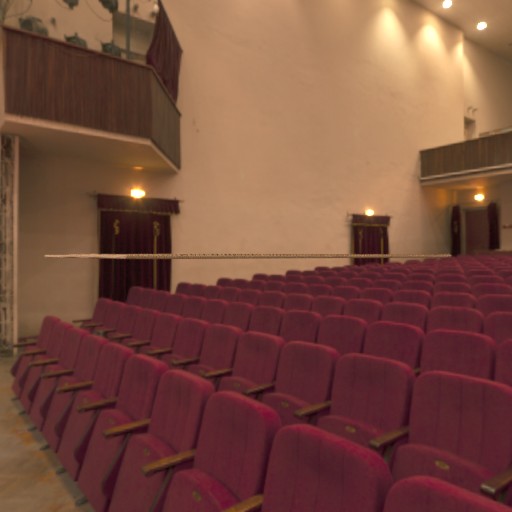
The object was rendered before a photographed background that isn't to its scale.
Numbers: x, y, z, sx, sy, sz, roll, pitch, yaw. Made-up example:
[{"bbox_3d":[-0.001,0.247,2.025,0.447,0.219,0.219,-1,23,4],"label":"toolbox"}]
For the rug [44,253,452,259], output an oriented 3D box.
[{"bbox_3d":[0.000,0.000,3.113,2.438,0.034,1.521,0,0,-37],"label":"rug"}]
